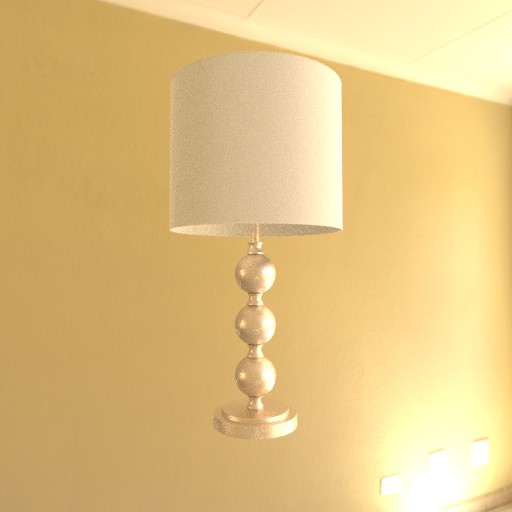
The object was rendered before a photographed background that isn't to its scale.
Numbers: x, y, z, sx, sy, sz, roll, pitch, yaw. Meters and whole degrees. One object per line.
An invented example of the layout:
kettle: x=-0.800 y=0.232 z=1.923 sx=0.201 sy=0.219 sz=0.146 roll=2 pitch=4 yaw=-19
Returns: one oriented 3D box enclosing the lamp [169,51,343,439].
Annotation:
lamp: x=0.000 y=0.000 z=0.719 sx=0.277 sy=0.538 sz=0.277 roll=1 pitch=-1 yaw=-37
